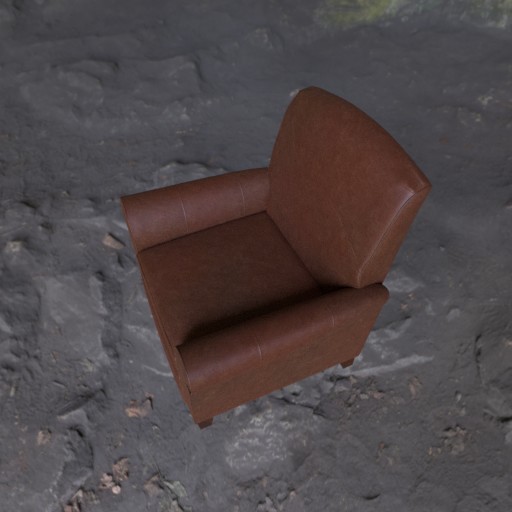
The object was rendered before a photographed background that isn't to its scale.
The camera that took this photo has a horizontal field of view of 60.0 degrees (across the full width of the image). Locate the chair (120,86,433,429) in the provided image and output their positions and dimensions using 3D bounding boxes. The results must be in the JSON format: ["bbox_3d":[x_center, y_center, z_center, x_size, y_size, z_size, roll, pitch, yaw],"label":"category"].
[{"bbox_3d":[0.000,0.000,1.804,0.902,1.061,0.978,-18,48,-17],"label":"chair"}]
